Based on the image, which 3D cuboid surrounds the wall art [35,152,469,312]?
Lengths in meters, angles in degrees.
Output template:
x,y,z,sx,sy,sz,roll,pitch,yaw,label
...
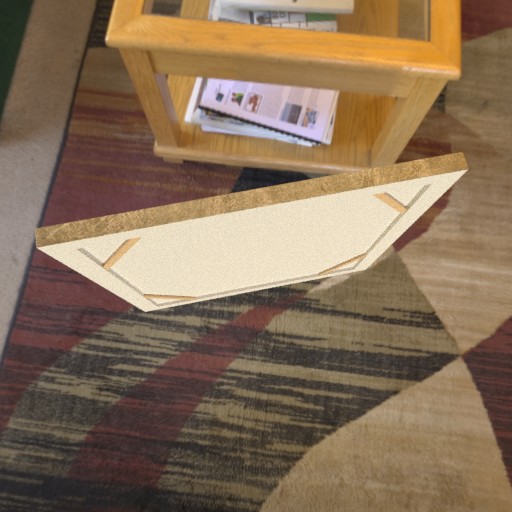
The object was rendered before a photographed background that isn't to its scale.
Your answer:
x,y,z,sx,sy,sz,roll,pitch,yaw,label
0.000,0.000,1.632,1.092,1.091,0.051,-11,75,-3,wall art
